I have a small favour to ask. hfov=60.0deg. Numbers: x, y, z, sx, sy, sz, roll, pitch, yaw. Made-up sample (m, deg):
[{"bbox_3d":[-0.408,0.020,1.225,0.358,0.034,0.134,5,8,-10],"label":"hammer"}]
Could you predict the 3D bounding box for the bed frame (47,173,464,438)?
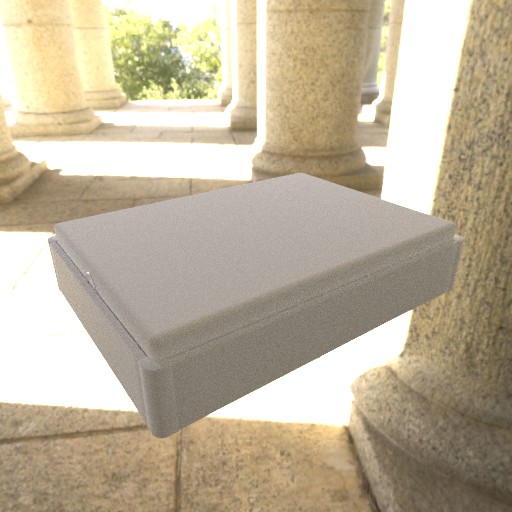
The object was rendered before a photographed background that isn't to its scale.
[{"bbox_3d":[0.000,0.000,2.526,1.900,0.406,1.400,-18,31,-32],"label":"bed frame"}]
